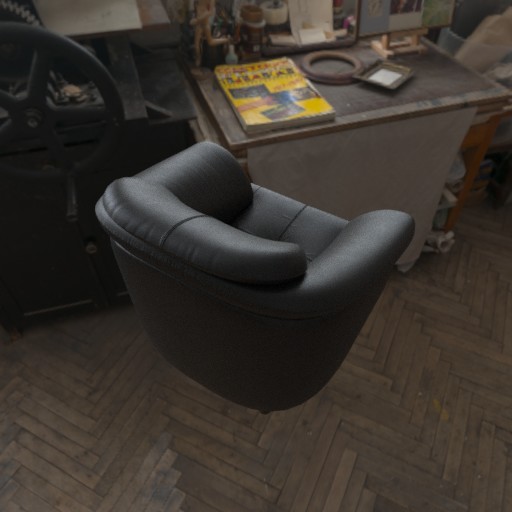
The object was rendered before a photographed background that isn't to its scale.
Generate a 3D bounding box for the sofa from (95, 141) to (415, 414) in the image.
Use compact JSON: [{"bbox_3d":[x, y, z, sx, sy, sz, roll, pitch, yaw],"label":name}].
[{"bbox_3d":[0.000,0.000,1.495,0.870,0.811,0.794,25,52,22],"label":"sofa"}]
